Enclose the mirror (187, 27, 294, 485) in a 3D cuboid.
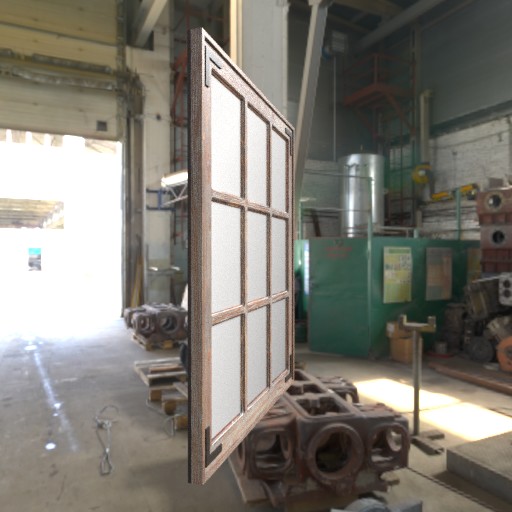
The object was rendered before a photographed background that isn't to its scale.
[{"bbox_3d":[0.000,0.000,1.204,0.032,0.882,0.730,0,1,19],"label":"mirror"}]
